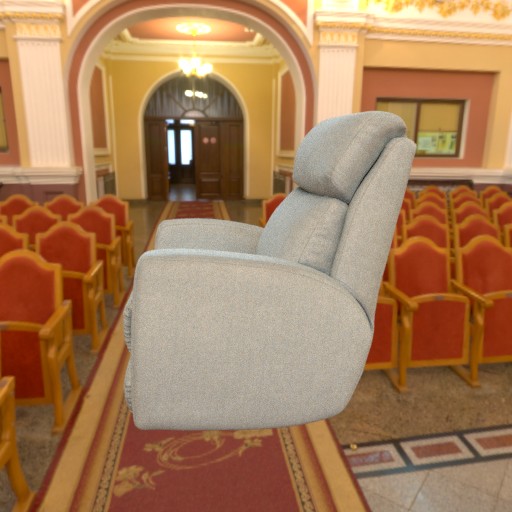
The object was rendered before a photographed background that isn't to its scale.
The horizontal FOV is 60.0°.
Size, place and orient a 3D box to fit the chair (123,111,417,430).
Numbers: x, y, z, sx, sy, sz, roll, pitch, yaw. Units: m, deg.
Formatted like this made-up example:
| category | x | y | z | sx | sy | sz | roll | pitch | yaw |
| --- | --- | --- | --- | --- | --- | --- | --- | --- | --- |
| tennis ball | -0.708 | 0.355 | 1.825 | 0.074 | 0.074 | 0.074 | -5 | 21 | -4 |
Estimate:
| category | x | y | z | sx | sy | sz | roll | pitch | yaw |
| --- | --- | --- | --- | --- | --- | --- | --- | --- | --- |
| chair | 0.000 | 0.000 | 1.666 | 0.940 | 1.016 | 0.794 | -2 | 14 | -7 |
